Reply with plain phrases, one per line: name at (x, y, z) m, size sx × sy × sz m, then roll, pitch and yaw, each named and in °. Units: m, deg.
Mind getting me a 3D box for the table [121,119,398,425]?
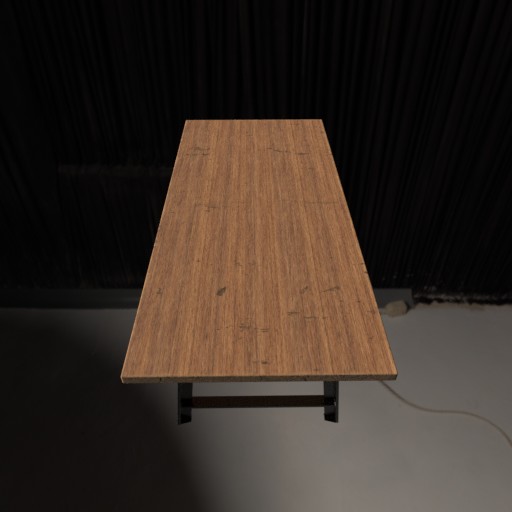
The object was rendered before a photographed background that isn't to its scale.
table at (0.000, 0.000, 2.673) m, size 1.000 × 0.757 × 2.200 m, roll 0°, pitch 41°, yaw -1°
